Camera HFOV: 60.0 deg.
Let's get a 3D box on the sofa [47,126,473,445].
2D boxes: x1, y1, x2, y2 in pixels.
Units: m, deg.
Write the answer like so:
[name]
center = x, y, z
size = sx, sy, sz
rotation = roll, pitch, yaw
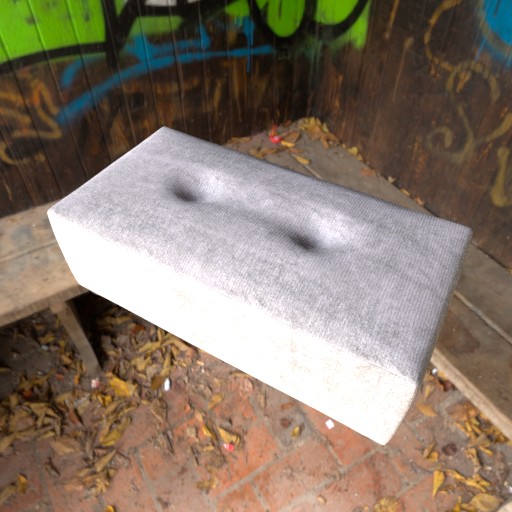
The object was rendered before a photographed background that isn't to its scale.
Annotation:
[sofa]
center = 0.000, 0.000, 1.139
size = 0.930, 0.330, 0.480
rotation = 23, 51, 20
